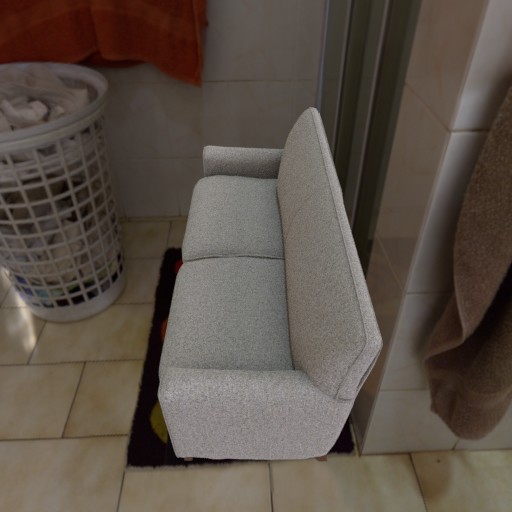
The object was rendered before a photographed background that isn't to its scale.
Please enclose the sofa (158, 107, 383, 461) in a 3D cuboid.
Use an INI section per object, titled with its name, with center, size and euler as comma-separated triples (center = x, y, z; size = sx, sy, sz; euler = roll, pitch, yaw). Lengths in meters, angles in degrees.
[sofa]
center = 0.000, 0.000, 2.504
size = 0.854, 0.942, 2.026
euler = 0, 40, 0
